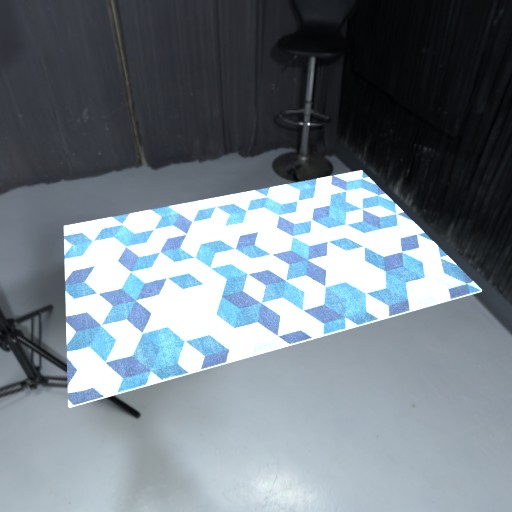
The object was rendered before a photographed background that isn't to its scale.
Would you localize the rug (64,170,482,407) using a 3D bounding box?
[{"bbox_3d":[0.000,0.000,2.983,2.438,0.015,1.518,-13,43,-14],"label":"rug"}]
